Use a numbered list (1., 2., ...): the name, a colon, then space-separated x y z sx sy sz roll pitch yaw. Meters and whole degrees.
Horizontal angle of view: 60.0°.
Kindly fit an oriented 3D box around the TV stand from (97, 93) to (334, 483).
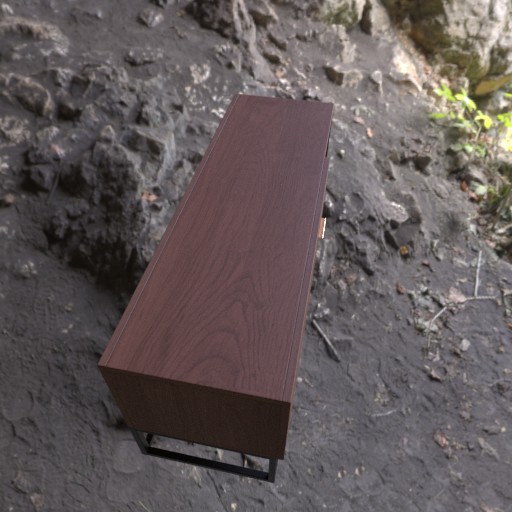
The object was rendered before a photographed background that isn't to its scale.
1. TV stand: 0.000 0.000 1.461 0.415 0.500 1.200 9 47 8
